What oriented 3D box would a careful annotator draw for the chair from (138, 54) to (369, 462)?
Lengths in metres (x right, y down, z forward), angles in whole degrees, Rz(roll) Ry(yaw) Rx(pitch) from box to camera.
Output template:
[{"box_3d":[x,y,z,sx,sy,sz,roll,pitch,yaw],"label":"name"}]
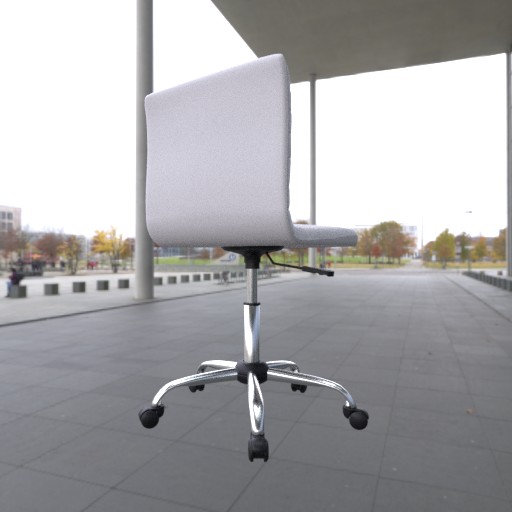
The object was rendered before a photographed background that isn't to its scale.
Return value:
[{"box_3d":[0.000,0.000,1.060,0.520,0.750,0.455,0,-1,35],"label":"chair"}]
